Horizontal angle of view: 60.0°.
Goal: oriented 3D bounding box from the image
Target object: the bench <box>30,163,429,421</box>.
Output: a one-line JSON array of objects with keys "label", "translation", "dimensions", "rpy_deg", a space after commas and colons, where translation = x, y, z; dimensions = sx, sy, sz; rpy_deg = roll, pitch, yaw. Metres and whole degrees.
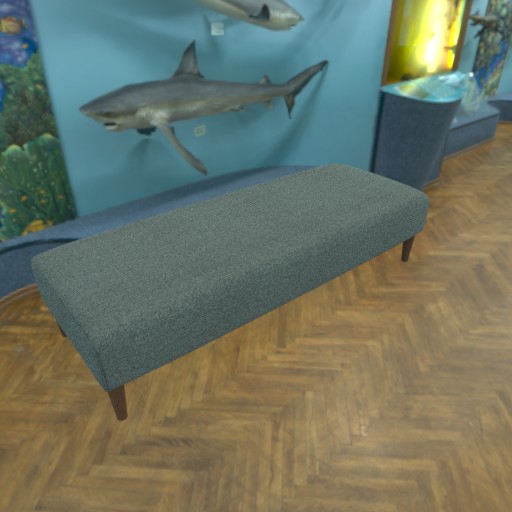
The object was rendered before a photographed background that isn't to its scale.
[{"label": "bench", "translation": [0.000, 0.000, 1.876], "dimensions": [1.598, 0.384, 0.631], "rpy_deg": [-23, 38, -33]}]
